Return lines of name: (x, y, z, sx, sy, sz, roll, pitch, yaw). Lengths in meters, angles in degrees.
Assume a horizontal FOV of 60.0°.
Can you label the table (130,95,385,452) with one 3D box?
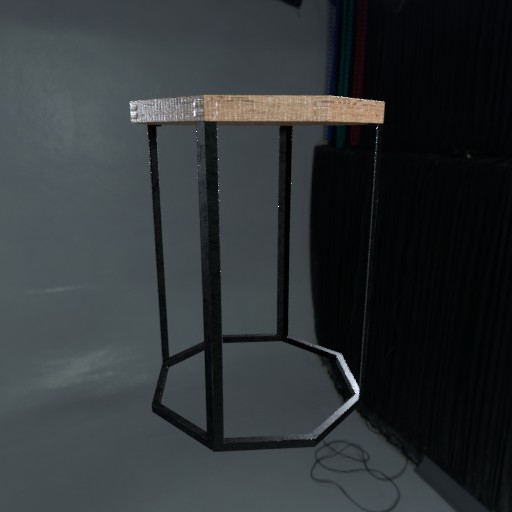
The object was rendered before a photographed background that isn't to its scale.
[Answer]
table: (0.000, 0.000, 0.854, 0.437, 0.553, 0.437, -8, 17, -26)
